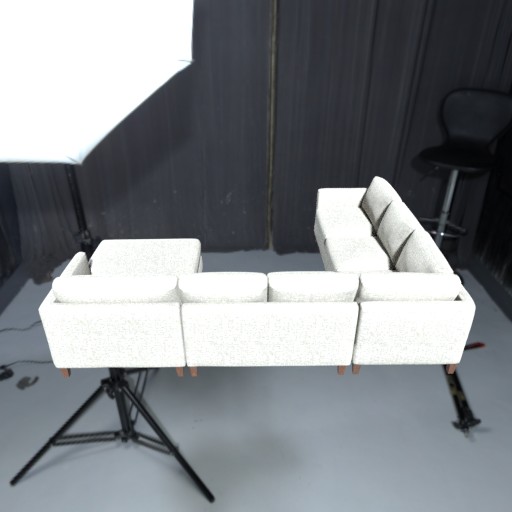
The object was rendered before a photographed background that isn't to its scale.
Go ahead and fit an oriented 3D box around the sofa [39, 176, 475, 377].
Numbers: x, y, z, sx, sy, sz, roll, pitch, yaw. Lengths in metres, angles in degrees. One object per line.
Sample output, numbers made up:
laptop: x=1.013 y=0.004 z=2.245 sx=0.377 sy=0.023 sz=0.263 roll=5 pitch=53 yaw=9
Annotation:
sofa: x=0.000 y=0.000 z=4.665 sx=3.460 sy=0.959 sz=2.593 roll=0 pitch=30 yaw=-1
